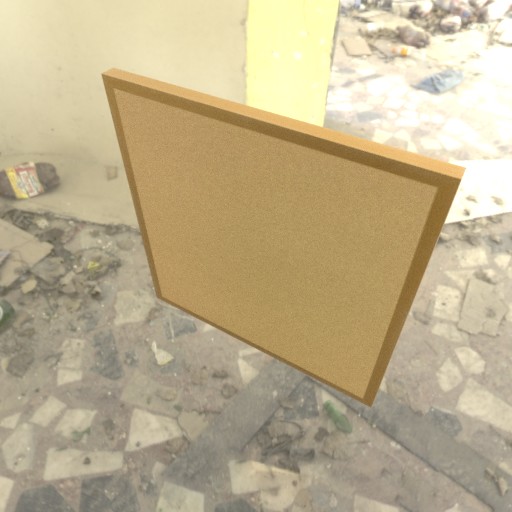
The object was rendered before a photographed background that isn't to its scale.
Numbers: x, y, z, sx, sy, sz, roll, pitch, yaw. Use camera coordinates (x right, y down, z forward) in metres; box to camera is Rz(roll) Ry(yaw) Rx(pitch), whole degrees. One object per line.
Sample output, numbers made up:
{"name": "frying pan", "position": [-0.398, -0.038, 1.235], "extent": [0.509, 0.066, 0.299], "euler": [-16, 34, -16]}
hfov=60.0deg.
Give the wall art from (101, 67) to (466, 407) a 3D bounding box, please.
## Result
{"name": "wall art", "position": [0.000, 0.000, 1.103], "extent": [0.762, 0.760, 0.037], "euler": [23, 49, 21]}
